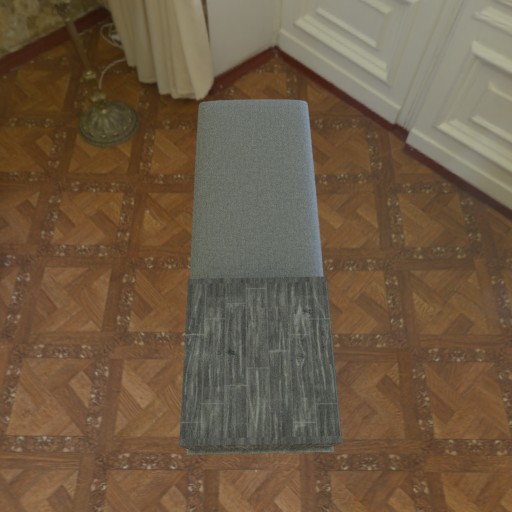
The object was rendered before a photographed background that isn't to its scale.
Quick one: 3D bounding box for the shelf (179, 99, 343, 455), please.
[{"bbox_3d":[0.000,0.000,1.645,0.457,0.633,1.342,-1,64,0],"label":"shelf"}]
